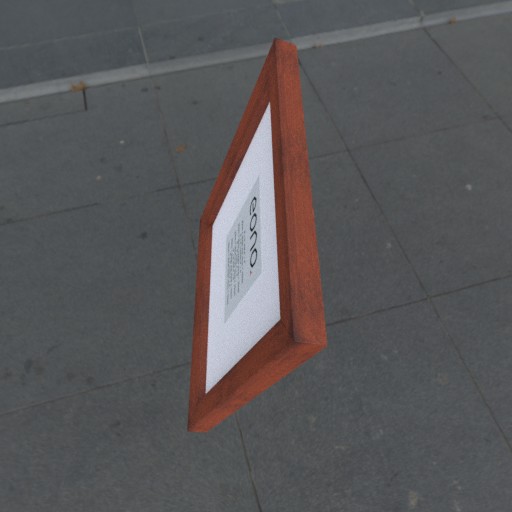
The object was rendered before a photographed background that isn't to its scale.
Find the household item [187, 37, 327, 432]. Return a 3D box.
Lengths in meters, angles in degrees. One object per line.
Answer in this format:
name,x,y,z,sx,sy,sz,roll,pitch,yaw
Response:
household item,0.000,0.000,0.375,0.131,0.240,0.240,-1,59,0
